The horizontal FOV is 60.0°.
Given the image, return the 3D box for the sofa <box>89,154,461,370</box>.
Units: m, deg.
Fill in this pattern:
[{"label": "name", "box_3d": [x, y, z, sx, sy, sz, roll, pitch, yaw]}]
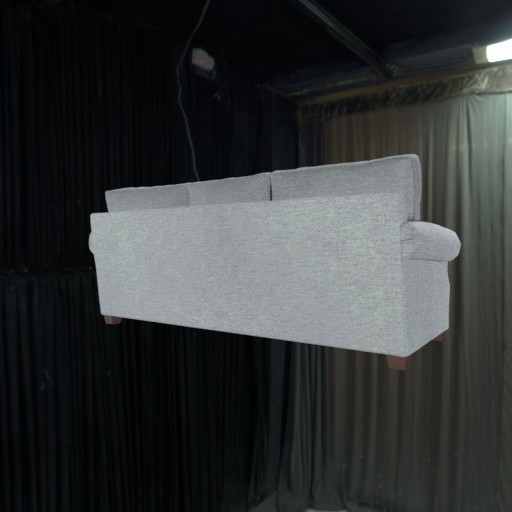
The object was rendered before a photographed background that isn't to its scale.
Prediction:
[{"label": "sofa", "box_3d": [0.000, 0.000, 2.850, 2.312, 0.975, 0.965, 1, 1, 35]}]
